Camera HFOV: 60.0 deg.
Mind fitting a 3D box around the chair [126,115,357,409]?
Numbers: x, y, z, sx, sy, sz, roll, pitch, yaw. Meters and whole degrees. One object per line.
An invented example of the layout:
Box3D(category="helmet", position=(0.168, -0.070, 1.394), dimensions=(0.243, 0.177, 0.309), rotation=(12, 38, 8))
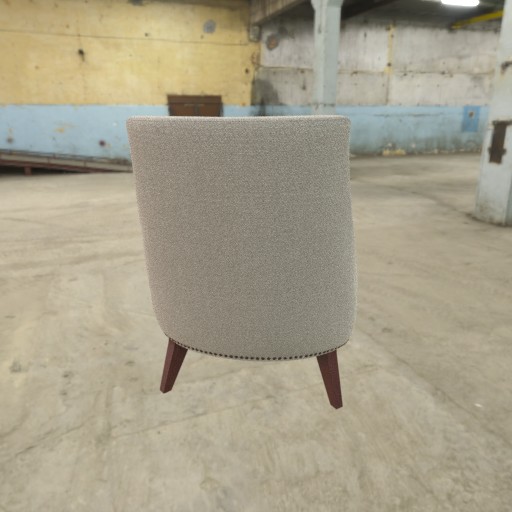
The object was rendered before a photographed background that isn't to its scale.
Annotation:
Box3D(category="chair", position=(0.000, 0.000, 1.524), dimensions=(0.701, 0.909, 0.861), rotation=(2, 17, 8))
